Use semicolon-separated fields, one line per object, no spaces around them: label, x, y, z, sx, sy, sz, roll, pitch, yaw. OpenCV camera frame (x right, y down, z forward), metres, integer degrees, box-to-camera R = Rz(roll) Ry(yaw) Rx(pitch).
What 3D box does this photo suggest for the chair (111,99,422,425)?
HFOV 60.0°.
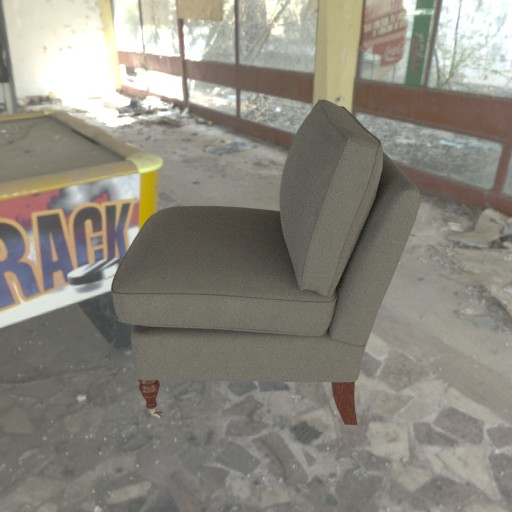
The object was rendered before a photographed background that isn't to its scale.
chair;0.000;0.000;1.679;0.924;1.045;0.724;0;27;1
